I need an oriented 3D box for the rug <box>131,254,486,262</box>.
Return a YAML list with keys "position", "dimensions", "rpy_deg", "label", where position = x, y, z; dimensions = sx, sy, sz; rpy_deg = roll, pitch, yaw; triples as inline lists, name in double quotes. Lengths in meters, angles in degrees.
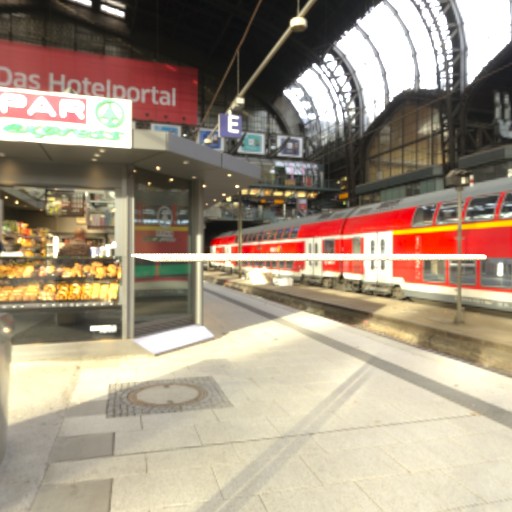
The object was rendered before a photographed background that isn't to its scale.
- position: [0.000, 0.000, 3.445]
  dimensions: [1.778, 0.030, 2.743]
  rpy_deg: [0, 0, -18]
  label: "rug"
